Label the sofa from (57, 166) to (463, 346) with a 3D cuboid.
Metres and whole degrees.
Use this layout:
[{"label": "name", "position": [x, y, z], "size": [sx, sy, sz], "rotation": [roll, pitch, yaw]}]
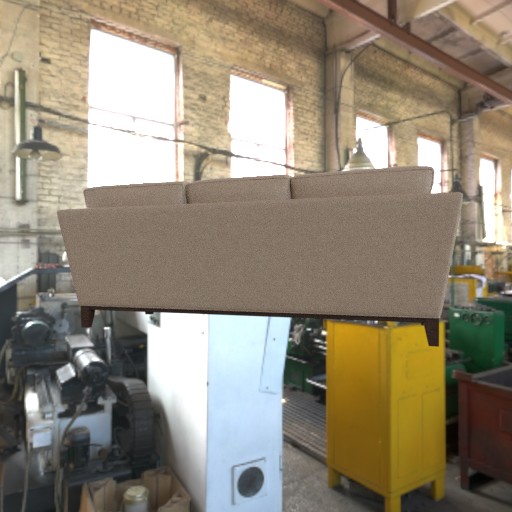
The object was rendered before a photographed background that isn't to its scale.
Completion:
[{"label": "sofa", "position": [0.000, 0.000, 2.931], "size": [2.388, 0.940, 0.965], "rotation": [0, -1, 18]}]
